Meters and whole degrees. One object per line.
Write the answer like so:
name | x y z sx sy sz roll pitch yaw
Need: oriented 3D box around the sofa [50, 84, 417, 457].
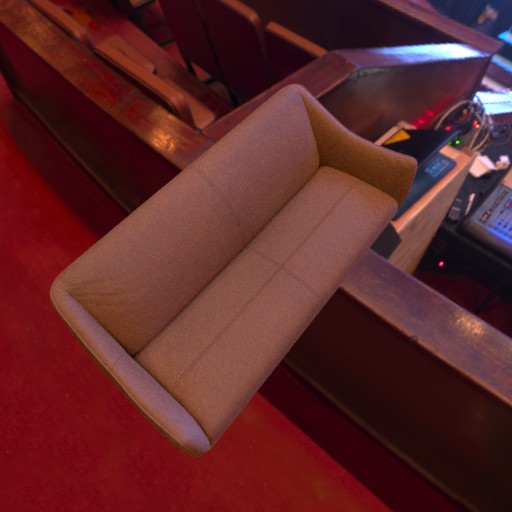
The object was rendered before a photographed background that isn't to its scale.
sofa | 0.000 0.000 2.380 0.869 0.830 1.928 34 63 20
